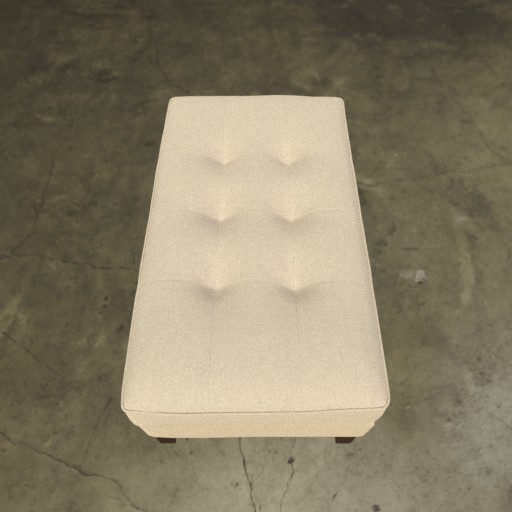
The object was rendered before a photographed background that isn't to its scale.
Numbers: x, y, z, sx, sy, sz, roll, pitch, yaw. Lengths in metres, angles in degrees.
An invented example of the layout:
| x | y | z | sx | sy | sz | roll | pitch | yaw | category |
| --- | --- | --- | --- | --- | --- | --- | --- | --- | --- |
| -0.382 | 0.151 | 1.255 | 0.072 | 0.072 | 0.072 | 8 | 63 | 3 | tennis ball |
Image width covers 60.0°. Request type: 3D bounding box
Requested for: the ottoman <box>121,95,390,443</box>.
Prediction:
| x | y | z | sx | sy | sz | roll | pitch | yaw | category |
| --- | --- | --- | --- | --- | --- | --- | --- | --- | --- |
| 0.000 | 0.000 | 1.481 | 0.648 | 0.508 | 1.143 | 0 | 57 | 0 | ottoman |
